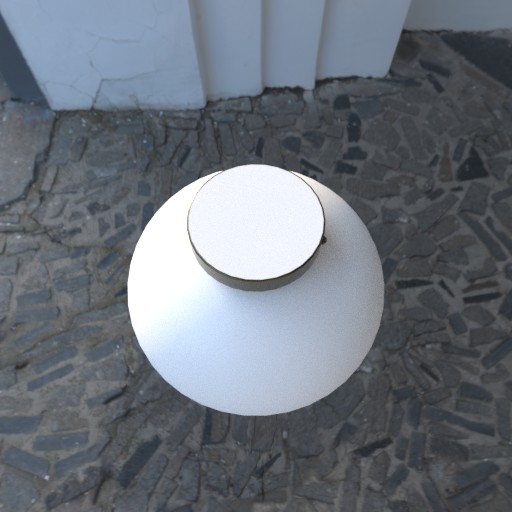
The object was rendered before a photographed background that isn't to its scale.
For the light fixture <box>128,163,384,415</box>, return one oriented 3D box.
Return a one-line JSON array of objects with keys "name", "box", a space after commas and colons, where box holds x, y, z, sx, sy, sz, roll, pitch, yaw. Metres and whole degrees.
[{"name": "light fixture", "box": [0.000, 0.000, 0.552, 0.355, 0.177, 0.355, 0, 63, 0]}]
